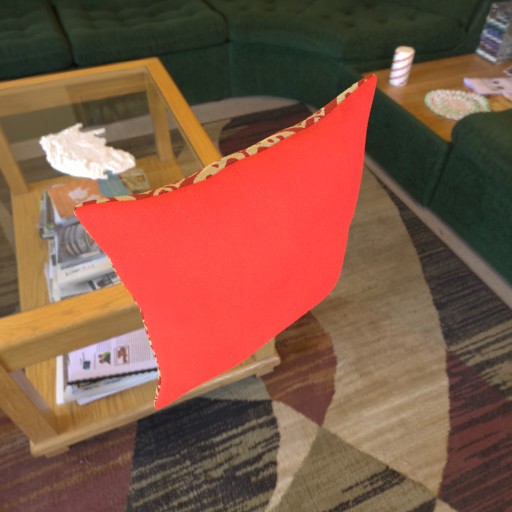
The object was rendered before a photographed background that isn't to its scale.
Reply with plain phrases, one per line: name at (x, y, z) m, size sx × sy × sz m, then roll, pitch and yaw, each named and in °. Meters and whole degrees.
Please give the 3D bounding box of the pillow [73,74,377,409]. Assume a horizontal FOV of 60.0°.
pillow at (0.000, 0.000, 0.785) m, size 0.522 × 0.507 × 0.192 m, roll -32°, pitch 54°, yaw -26°
